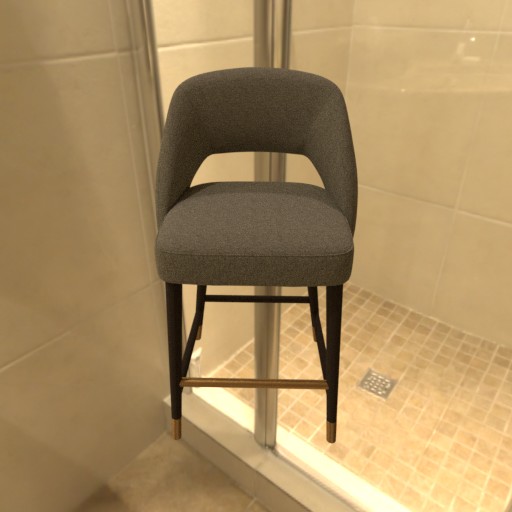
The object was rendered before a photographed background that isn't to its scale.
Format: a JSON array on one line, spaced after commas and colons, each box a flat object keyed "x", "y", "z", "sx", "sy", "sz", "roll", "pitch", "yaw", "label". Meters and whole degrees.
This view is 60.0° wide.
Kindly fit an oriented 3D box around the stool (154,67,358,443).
[{"x": 0.000, "y": 0.000, "z": 1.248, "sx": 0.536, "sy": 0.925, "sz": 0.524, "roll": 1, "pitch": 31, "yaw": 1, "label": "stool"}]
